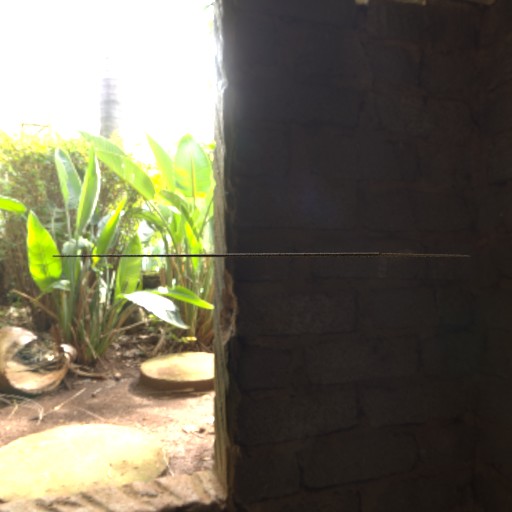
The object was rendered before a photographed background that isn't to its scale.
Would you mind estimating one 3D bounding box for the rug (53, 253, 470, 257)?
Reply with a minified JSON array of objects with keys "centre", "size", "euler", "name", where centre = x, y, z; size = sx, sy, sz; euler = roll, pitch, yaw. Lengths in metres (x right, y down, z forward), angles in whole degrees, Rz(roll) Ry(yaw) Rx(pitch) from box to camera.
[{"centre":[0.000,0.000,2.339],"size":[1.839,0.009,1.236],"euler":[0,0,37],"name":"rug"}]
